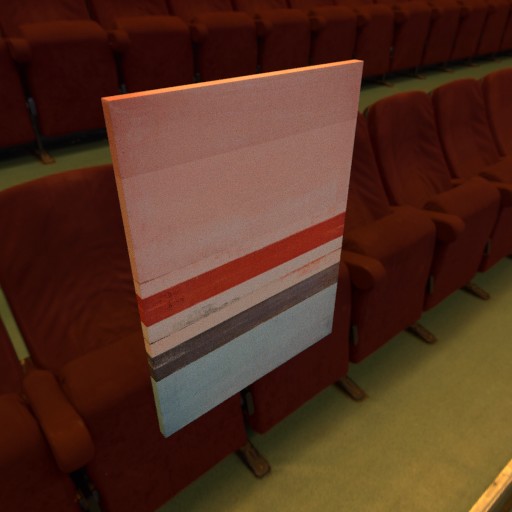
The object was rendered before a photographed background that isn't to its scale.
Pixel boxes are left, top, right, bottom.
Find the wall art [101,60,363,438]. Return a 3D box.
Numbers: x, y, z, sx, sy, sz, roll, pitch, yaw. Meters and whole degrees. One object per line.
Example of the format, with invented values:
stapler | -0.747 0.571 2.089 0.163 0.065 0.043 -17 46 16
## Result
wall art | 0.000 0.000 1.330 0.761 1.016 0.039 -24 39 -33
